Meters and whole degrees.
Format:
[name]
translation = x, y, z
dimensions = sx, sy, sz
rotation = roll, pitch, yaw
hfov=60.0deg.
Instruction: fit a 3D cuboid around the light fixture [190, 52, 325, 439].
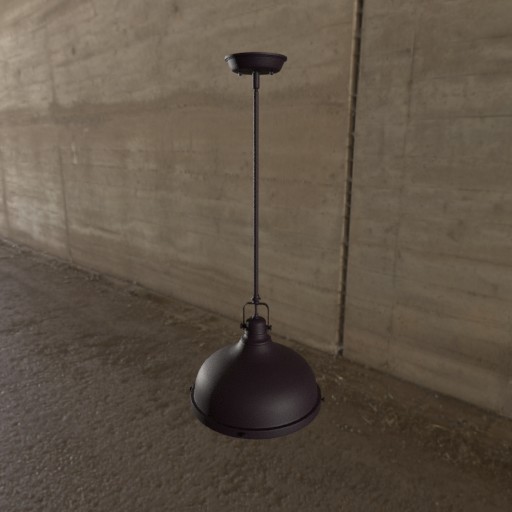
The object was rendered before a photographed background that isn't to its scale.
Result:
[light fixture]
translation = 0.000, 0.000, 1.026
dimensions = 0.341, 0.849, 0.341
rotation = 2, 14, 8
